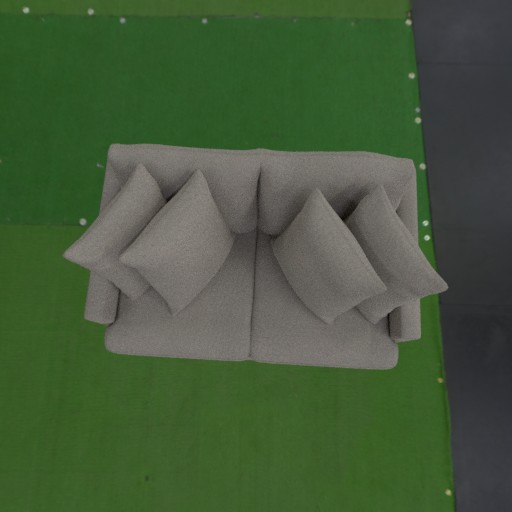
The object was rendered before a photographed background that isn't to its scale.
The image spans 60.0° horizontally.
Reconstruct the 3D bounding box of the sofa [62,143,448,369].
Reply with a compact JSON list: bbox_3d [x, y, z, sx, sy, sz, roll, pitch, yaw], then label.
[{"bbox_3d":[0.000,0.000,2.637,1.869,1.080,1.228,3,76,1],"label":"sofa"}]
